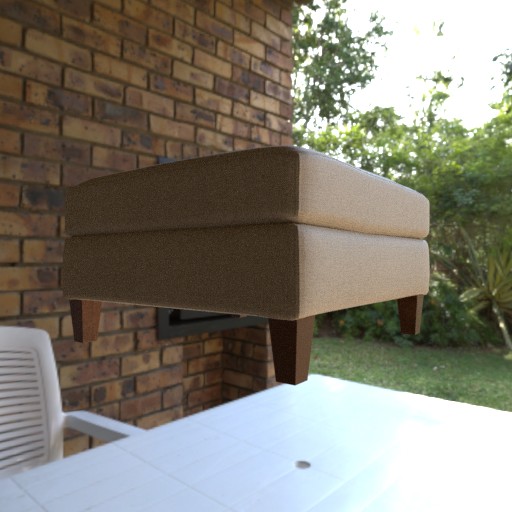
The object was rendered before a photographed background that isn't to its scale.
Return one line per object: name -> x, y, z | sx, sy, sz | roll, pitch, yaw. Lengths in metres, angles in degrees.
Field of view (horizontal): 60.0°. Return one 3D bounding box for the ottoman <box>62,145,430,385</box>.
ottoman -> 0.000, 0.000, 1.380 | 0.838, 0.503, 0.838 | 0, -1, 37
